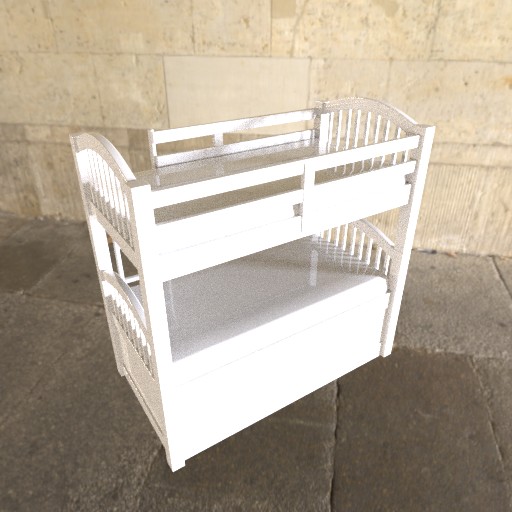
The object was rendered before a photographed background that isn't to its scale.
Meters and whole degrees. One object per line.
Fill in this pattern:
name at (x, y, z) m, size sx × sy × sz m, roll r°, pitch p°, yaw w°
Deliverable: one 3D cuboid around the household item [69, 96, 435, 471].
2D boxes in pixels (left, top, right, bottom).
household item at (0.000, 0.000, 3.256) m, size 2.032 × 2.032 × 1.143 m, roll -18°, pitch 34°, yaw -29°
